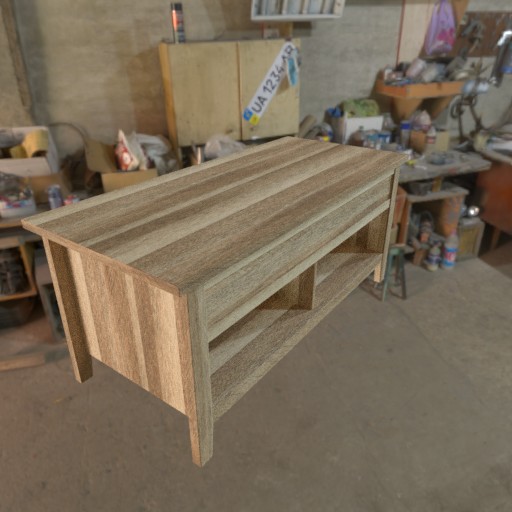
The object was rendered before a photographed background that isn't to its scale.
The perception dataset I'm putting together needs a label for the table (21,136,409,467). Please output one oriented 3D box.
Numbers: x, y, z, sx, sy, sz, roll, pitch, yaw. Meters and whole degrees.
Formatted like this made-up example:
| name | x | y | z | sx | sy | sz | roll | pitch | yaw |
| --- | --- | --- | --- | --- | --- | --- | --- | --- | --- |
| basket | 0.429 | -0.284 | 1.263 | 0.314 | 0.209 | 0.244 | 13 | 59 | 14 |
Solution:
| name | x | y | z | sx | sy | sz | roll | pitch | yaw |
| --- | --- | --- | --- | --- | --- | --- | --- | --- | --- |
| table | 0.000 | 0.000 | 1.357 | 0.493 | 0.480 | 1.095 | 18 | 32 | 32 |
